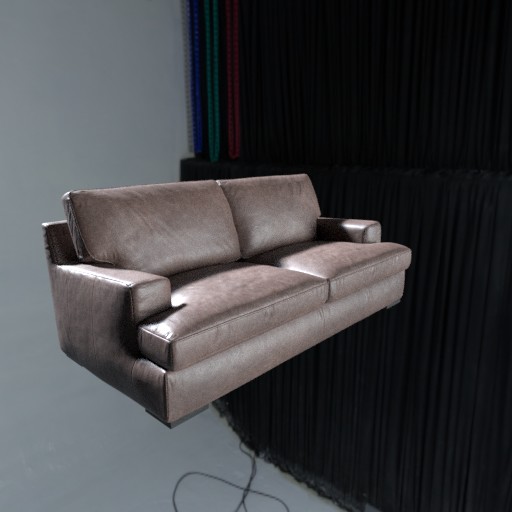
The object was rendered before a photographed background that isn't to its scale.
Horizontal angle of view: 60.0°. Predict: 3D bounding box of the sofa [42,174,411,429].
[{"bbox_3d":[0.000,0.000,2.843,1.143,0.941,2.261,13,19,41],"label":"sofa"}]
